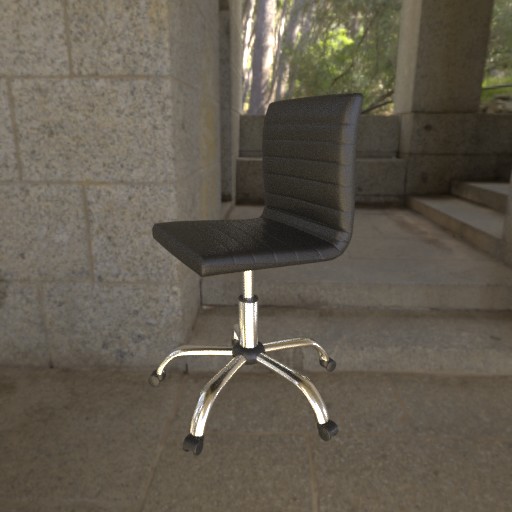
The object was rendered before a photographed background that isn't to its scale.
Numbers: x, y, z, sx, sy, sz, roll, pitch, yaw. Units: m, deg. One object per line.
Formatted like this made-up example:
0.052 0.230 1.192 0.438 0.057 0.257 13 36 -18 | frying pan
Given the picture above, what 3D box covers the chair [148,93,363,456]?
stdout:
0.000 0.000 1.138 0.530 0.780 0.556 -8 17 -26 | chair
